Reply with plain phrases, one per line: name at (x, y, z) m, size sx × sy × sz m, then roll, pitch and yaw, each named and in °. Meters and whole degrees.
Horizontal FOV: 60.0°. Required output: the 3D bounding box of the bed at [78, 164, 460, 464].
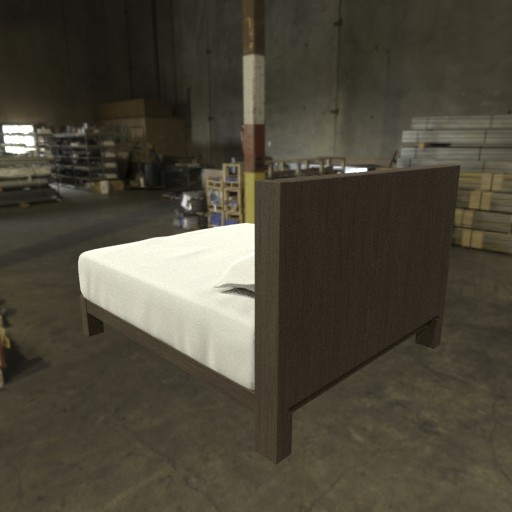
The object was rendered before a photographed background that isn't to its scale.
bed at (0.000, 0.000, 3.106) m, size 1.735 × 1.261 × 1.992 m, roll -14°, pitch 20°, yaw -43°
